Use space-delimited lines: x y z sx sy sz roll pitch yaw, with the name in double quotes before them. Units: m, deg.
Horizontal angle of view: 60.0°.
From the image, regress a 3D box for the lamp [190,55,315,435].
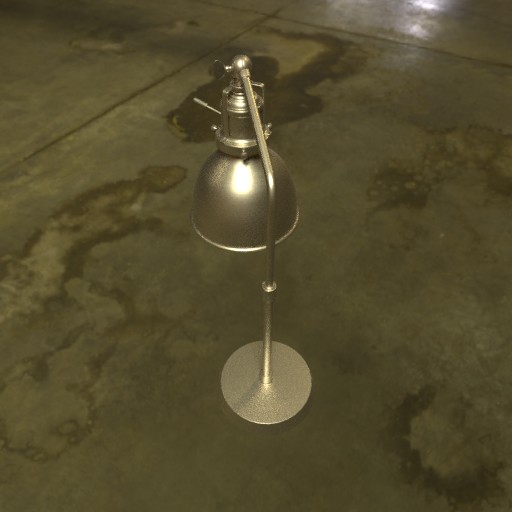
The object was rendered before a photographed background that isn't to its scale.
"lamp" 0.000 0.000 0.573 0.153 0.456 0.286 -10 47 -9
